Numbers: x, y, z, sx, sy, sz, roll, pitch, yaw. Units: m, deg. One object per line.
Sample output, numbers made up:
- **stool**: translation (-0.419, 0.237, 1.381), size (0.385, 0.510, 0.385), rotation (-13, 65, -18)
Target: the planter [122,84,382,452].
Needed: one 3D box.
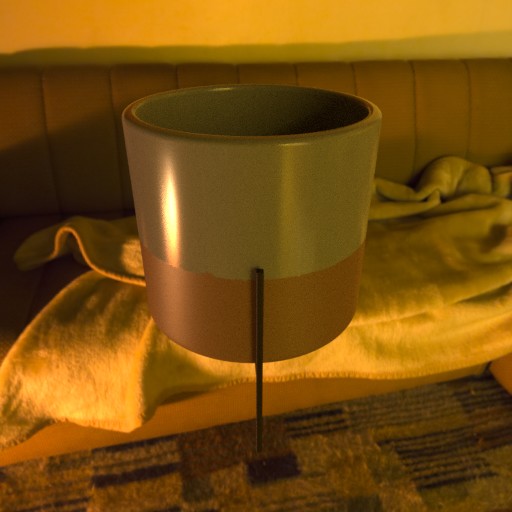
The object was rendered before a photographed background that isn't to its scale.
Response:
- **planter**: translation (0.000, 0.000, 0.724), size (0.360, 0.480, 0.348), rotation (-18, 35, -28)
